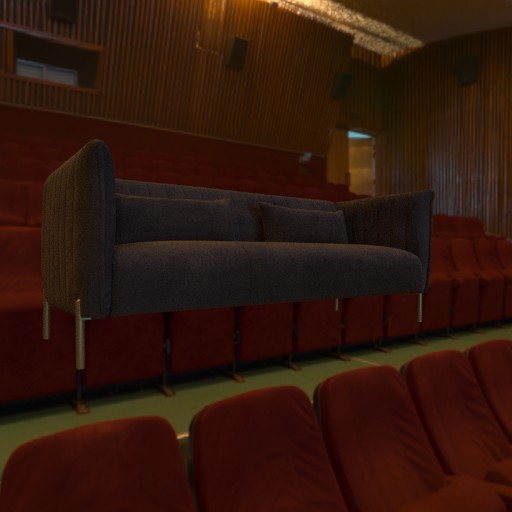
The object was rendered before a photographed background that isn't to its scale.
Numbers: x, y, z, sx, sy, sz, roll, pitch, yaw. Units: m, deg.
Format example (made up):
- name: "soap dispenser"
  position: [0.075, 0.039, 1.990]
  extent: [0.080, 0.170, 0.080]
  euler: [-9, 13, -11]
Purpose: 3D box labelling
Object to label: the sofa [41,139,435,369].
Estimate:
- name: "sofa"
  position: [0.000, 0.000, 2.337]
  extent: [1.980, 0.780, 0.876]
  euler: [0, 0, -35]
